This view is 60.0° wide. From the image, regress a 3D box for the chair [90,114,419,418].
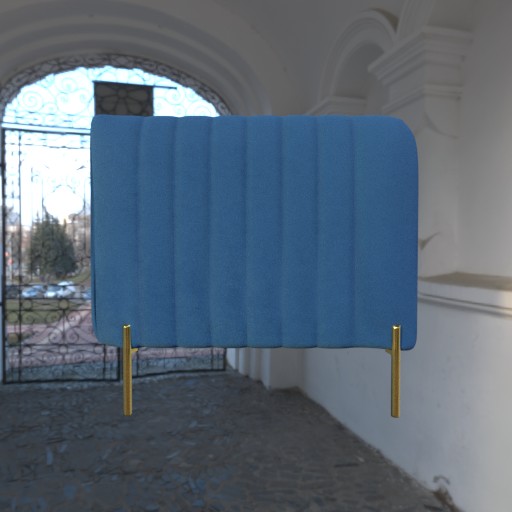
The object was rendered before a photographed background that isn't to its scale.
[{"bbox_3d":[0.000,0.000,1.577,0.877,0.793,0.947,0,2,1],"label":"chair"}]
